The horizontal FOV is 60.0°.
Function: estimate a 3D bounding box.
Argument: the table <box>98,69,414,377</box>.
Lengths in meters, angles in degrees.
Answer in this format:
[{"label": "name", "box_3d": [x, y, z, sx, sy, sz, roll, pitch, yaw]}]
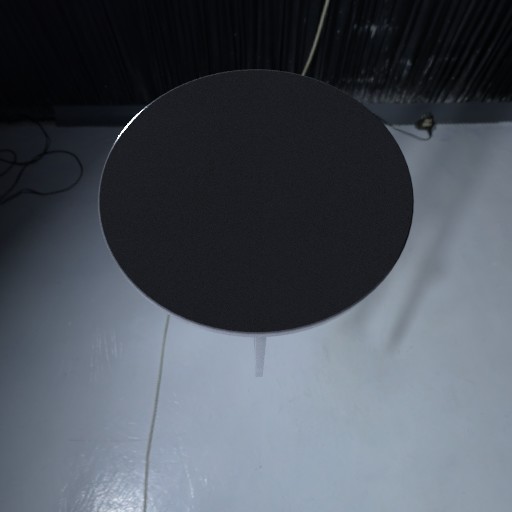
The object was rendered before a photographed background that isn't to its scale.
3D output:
[{"label": "table", "box_3d": [0.000, 0.000, 0.955, 0.500, 0.550, 0.500, 0, 64, 0]}]
